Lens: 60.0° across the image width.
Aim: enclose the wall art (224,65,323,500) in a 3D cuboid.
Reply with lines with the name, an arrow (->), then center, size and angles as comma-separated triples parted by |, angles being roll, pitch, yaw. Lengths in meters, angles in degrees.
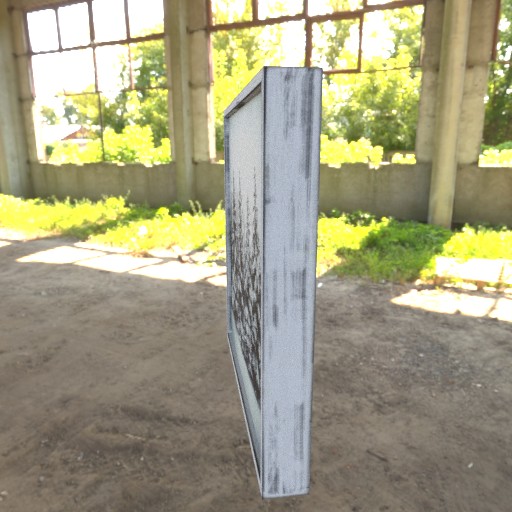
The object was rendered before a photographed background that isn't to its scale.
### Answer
wall art -> 0.000, 0.000, 0.446 | 0.036, 0.303, 0.303 | -2, 13, -8
